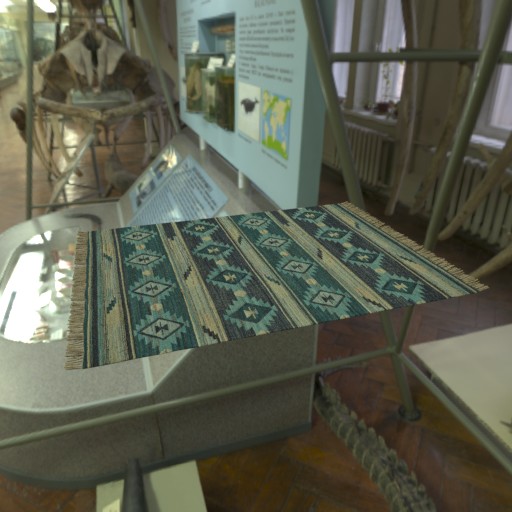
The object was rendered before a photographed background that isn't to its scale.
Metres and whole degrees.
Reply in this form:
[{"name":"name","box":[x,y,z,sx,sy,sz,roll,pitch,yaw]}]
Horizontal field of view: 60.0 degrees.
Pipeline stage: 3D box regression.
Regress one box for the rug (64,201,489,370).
[{"name":"rug","box":[0.000,0.000,4.223,3.307,0.047,2.418,-8,26,-16]}]
